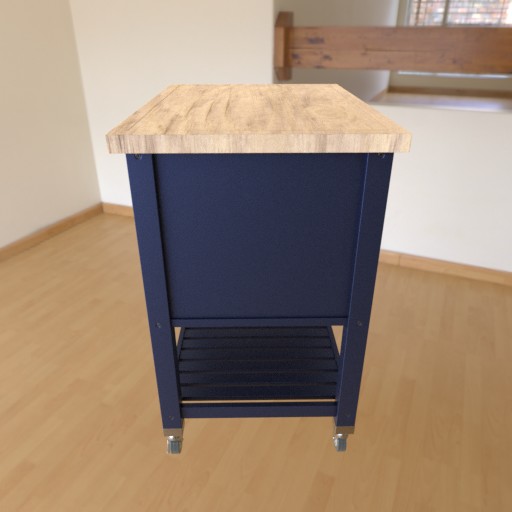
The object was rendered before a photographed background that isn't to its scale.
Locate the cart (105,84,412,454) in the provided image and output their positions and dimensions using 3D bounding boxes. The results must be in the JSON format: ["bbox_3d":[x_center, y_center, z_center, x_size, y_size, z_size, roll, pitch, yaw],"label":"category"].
[{"bbox_3d":[0.000,0.000,1.383,0.567,0.920,0.797,0,27,-1],"label":"cart"}]
